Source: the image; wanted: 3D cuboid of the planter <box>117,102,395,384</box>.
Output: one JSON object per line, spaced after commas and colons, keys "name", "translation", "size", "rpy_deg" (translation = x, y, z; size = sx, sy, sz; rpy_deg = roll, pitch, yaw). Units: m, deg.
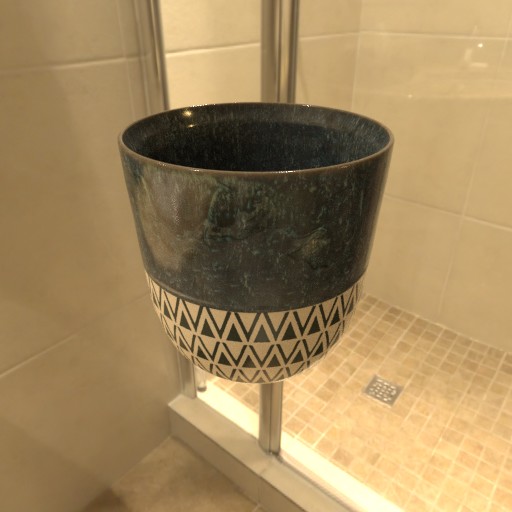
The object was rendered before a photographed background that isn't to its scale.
{"name": "planter", "translation": [0.000, 0.000, 0.375], "size": [0.195, 0.214, 0.195], "rpy_deg": [0, 30, 0]}
